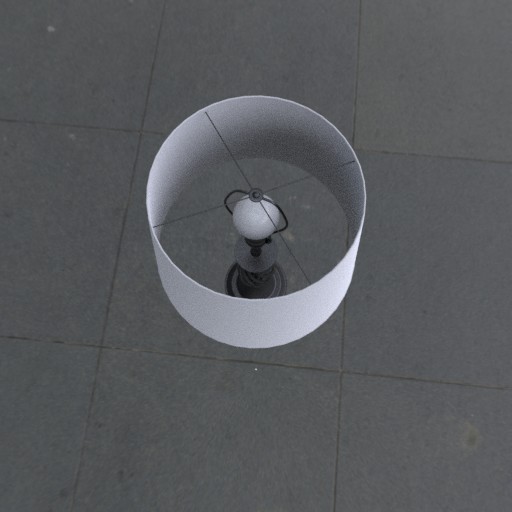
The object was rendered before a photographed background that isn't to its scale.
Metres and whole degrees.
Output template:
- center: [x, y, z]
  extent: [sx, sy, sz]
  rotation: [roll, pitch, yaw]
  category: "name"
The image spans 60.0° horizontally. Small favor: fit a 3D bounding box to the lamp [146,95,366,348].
- center: [0.000, 0.000, 0.796]
  extent: [0.331, 0.594, 0.331]
  rotation: [0, 76, 0]
  category: "lamp"
